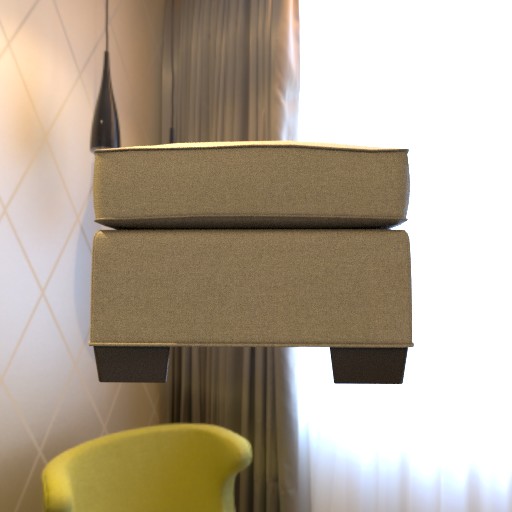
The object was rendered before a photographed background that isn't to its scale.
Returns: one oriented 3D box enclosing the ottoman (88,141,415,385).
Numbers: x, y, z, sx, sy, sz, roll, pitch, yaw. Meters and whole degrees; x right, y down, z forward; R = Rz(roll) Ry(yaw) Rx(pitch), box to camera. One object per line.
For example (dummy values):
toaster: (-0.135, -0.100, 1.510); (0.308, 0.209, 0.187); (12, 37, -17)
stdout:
ottoman: (0.000, 0.000, 1.243); (0.619, 0.504, 0.843); (0, -2, 2)
